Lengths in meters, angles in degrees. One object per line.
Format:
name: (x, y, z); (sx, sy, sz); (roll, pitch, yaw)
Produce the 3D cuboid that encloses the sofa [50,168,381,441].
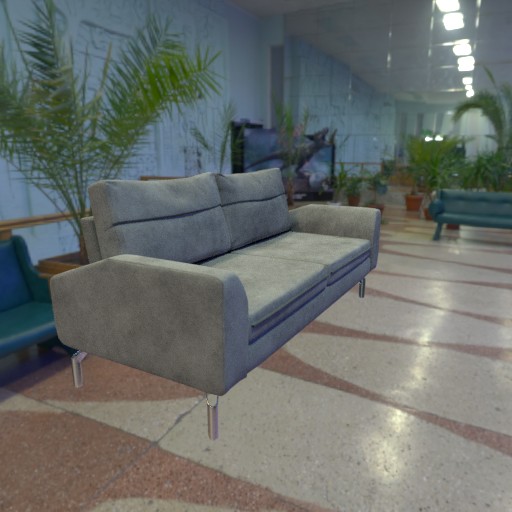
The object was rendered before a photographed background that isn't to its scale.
sofa: (0.000, 0.000, 2.331); (0.849, 0.859, 1.837); (8, 16, 29)
